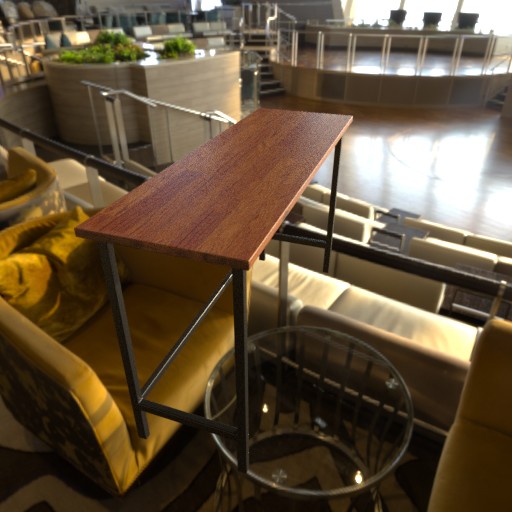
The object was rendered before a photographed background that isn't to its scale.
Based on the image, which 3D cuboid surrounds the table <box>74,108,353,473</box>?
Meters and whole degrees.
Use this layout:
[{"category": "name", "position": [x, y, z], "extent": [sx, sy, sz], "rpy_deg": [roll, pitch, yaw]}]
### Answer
[{"category": "table", "position": [0.000, 0.000, 1.577], "extent": [0.408, 0.740, 1.204], "rpy_deg": [11, 33, 17]}]
